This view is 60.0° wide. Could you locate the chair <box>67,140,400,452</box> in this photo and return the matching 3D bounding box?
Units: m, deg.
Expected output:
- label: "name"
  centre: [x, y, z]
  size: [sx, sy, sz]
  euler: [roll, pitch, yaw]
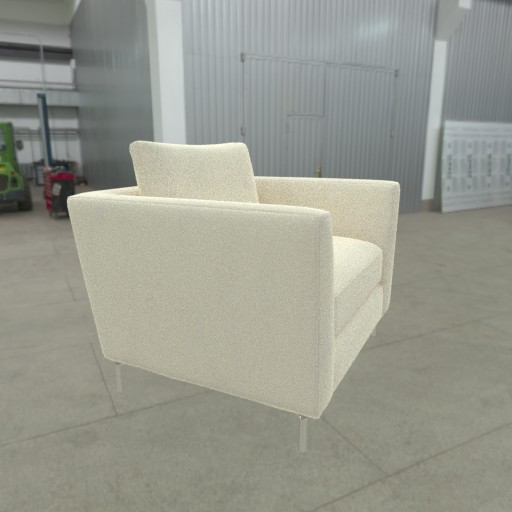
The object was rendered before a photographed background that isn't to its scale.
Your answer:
- label: "chair"
  centre: [0.000, 0.000, 1.722]
  size: [0.889, 0.865, 1.041]
  euler: [7, 16, 26]
